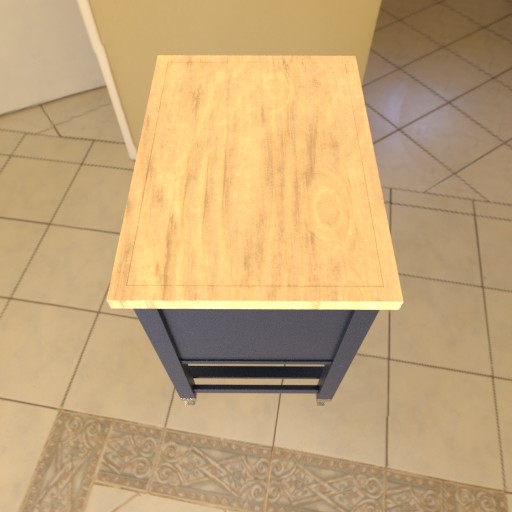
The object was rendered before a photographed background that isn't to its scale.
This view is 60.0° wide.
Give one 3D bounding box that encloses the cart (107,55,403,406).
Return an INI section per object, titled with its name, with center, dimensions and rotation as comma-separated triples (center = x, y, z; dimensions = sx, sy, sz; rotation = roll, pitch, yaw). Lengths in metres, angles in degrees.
[cart]
center = 0.000, 0.000, 1.448
dimensions = 0.567, 0.920, 0.797
rotation = 0, 57, 0
